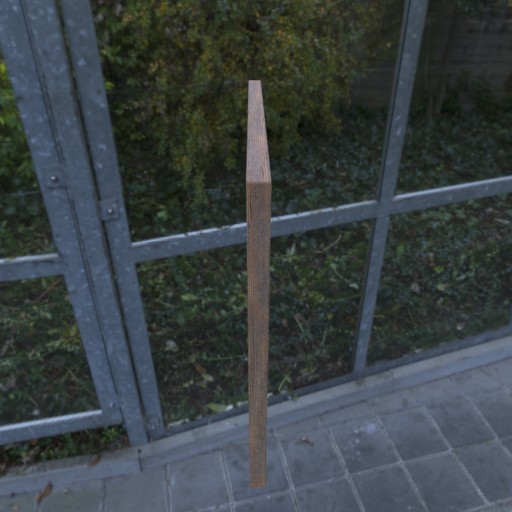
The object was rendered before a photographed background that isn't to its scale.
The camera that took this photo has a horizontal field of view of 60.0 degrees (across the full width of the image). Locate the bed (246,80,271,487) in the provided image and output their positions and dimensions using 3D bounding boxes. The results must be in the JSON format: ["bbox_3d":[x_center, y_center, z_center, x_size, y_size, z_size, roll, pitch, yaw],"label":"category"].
[{"bbox_3d":[0.000,0.000,1.492,0.046,0.942,1.046,0,31,0],"label":"bed"}]
